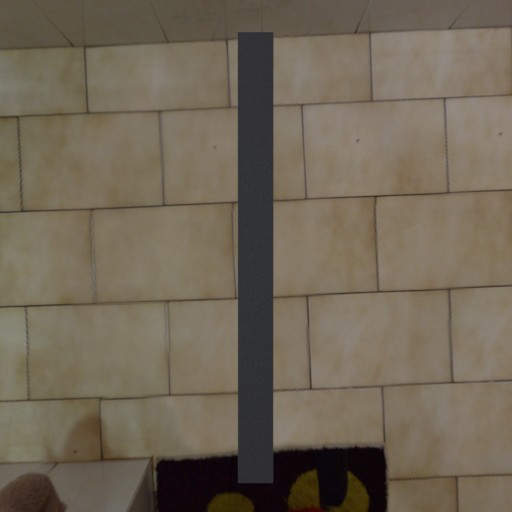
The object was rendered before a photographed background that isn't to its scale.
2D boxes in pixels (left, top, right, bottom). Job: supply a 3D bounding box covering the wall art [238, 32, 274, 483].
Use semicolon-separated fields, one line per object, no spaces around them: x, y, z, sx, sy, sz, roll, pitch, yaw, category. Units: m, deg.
0.000;0.000;0.754;0.040;0.509;0.509;0;91;0;wall art
